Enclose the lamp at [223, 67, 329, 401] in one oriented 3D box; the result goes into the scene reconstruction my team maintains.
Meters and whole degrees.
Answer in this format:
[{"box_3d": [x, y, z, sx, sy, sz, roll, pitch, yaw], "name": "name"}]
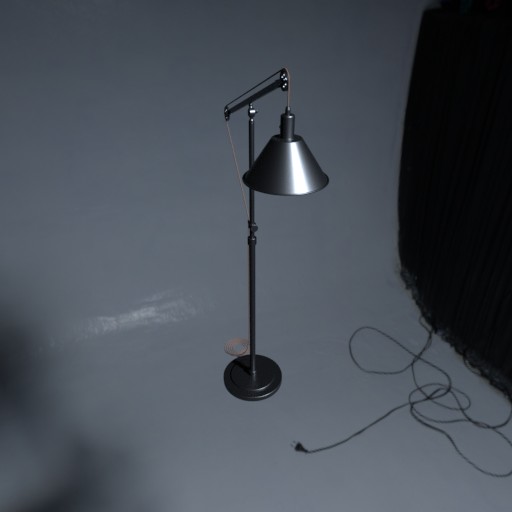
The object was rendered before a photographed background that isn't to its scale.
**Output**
[{"box_3d": [0.000, 0.000, 1.974, 0.319, 1.626, 0.904, -10, 32, -16], "name": "lamp"}]
